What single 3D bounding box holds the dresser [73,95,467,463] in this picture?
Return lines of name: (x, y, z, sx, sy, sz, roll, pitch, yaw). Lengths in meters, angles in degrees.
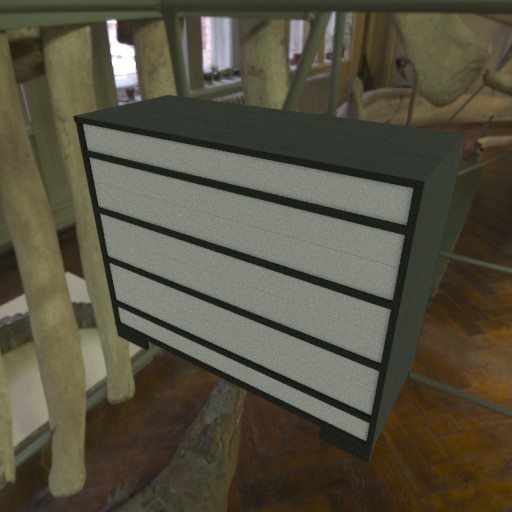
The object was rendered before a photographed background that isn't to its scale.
dresser: (0.000, 0.000, 1.392, 0.994, 0.816, 0.404, 18, 34, 28)
